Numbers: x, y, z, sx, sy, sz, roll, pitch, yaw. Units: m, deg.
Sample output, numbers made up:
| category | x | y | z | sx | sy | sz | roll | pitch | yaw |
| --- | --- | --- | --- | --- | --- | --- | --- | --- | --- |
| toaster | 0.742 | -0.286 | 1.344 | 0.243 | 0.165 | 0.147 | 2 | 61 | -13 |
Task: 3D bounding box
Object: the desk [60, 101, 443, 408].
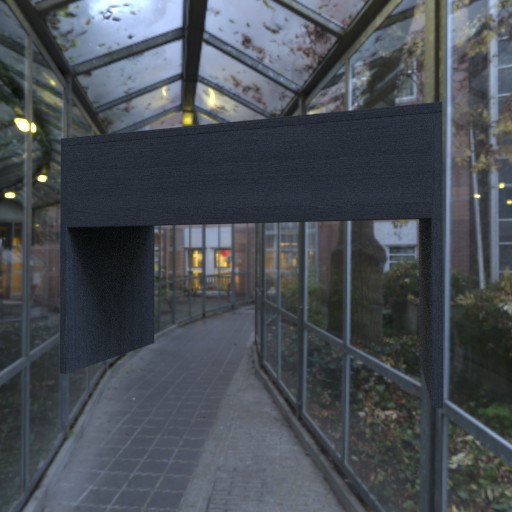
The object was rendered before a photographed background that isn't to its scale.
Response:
| category | x | y | z | sx | sy | sz | roll | pitch | yaw |
| --- | --- | --- | --- | --- | --- | --- | --- | --- | --- |
| desk | 0.000 | 0.000 | 1.480 | 1.099 | 0.729 | 0.557 | 0 | 0 | 17 |
